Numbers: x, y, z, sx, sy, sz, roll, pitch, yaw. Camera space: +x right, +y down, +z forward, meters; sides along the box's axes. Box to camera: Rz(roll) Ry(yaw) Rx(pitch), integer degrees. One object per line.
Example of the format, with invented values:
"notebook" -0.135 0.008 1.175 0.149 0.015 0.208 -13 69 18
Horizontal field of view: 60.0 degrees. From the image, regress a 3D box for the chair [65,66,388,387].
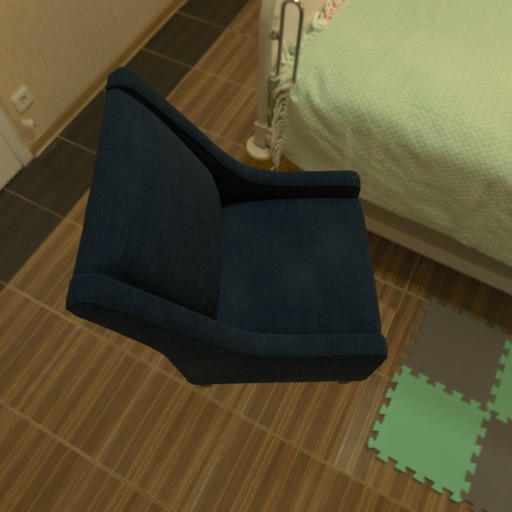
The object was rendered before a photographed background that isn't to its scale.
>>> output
"chair" 0.000 0.000 1.568 0.870 1.014 0.774 -1 63 -1
